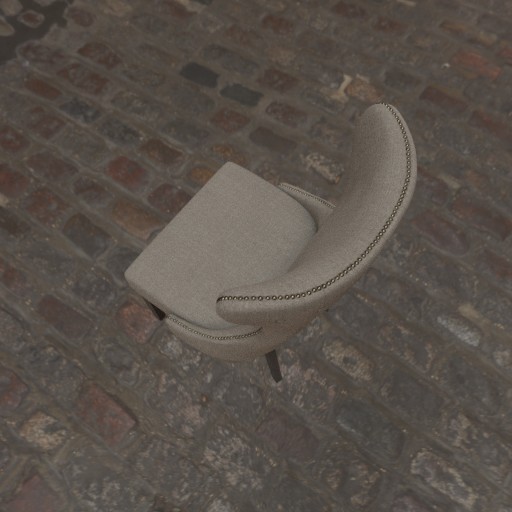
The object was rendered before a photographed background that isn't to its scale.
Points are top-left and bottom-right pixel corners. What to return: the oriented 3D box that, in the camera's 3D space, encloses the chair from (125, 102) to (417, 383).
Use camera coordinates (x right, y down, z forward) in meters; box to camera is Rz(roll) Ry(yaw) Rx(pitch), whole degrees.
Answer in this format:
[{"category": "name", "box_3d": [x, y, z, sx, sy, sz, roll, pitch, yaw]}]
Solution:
[{"category": "chair", "box_3d": [0.000, 0.000, 1.338, 0.635, 0.967, 0.628, 33, 68, 15]}]
